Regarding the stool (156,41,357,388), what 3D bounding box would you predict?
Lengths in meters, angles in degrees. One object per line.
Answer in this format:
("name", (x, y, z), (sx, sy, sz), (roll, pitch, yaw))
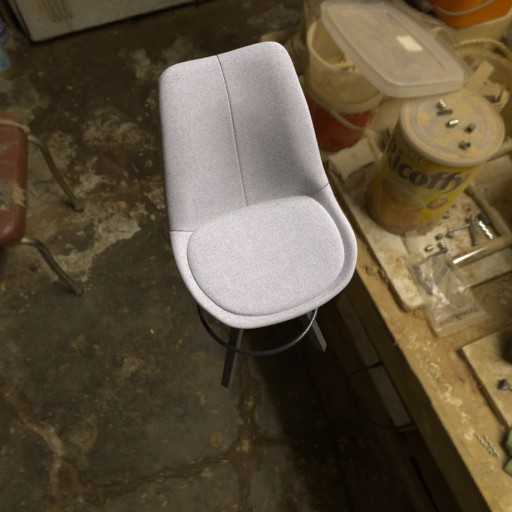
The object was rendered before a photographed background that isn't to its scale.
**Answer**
("stool", (0.000, 0.000, 1.403), (0.485, 1.115, 0.550), (-18, 65, -9))
